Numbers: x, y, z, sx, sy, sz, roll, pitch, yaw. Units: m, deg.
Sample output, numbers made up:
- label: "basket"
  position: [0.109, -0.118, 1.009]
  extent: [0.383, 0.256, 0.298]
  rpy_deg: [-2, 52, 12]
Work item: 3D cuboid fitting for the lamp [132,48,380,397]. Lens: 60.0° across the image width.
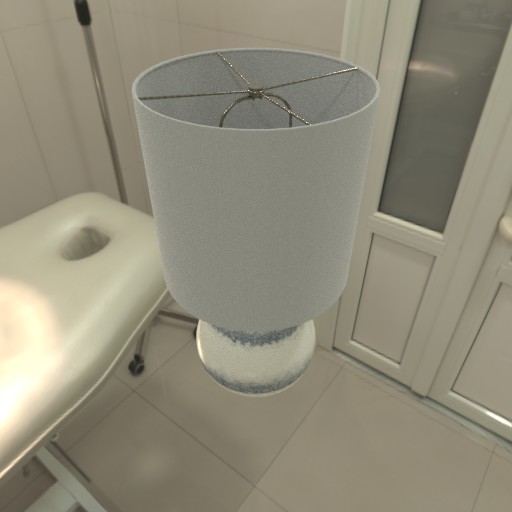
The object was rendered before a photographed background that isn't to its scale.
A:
- label: "lamp"
  position: [0.000, 0.000, 0.522]
  extent: [0.216, 0.404, 0.216]
  rpy_deg: [26, 46, 28]
